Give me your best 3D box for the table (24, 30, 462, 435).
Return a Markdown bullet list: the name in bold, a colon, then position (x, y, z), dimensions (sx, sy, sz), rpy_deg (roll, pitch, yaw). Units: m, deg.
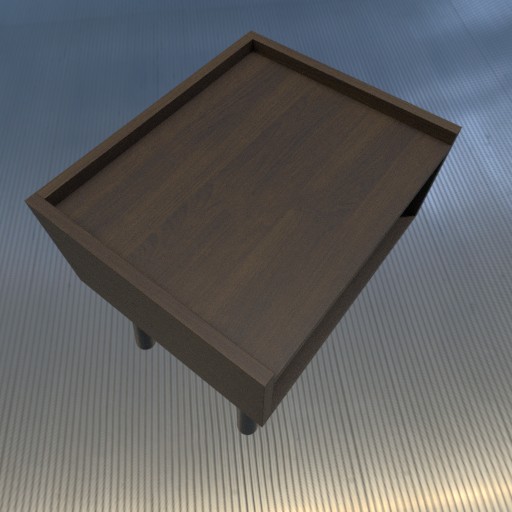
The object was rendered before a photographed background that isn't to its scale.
- **table**: position (0.000, 0.000, 0.777), dimensions (0.370, 0.470, 0.450), rpy_deg (33, 64, 19)
